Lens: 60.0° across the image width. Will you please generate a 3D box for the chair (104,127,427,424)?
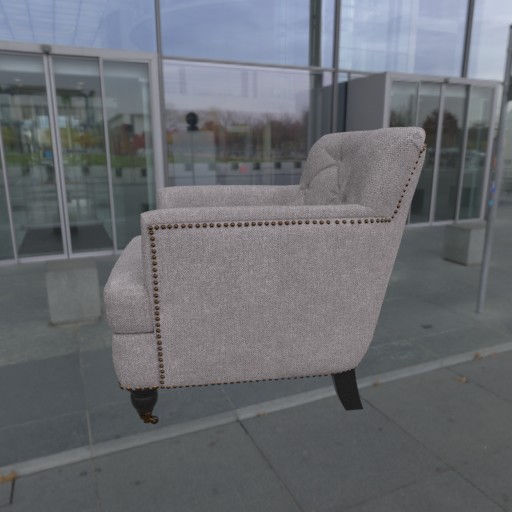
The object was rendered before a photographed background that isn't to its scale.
[{"bbox_3d":[0.000,0.000,1.494,0.902,0.823,0.737,-2,14,-8],"label":"chair"}]
